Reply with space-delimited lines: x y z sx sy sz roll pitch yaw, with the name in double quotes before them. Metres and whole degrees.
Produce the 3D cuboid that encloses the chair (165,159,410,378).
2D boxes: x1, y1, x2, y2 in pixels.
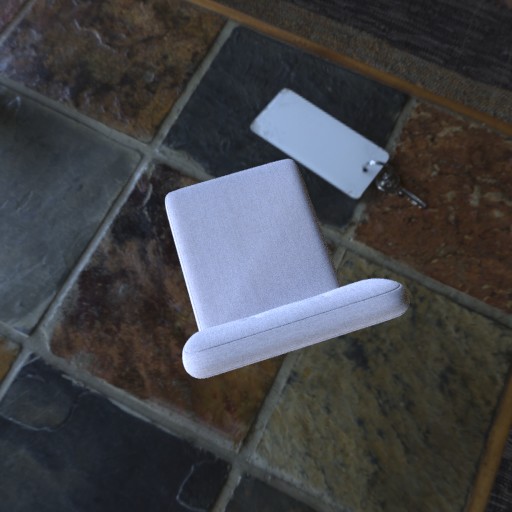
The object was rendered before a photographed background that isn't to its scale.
"chair" 0.000 0.000 1.215 0.435 0.885 0.550 -17 76 -4
